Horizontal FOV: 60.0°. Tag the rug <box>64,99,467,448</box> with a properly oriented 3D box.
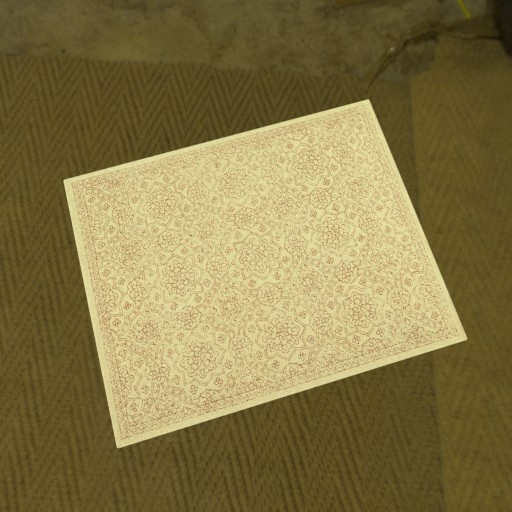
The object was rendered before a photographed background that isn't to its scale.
[{"bbox_3d":[0.000,0.000,3.976,3.050,0.015,2.441,-16,76,-4],"label":"rug"}]
